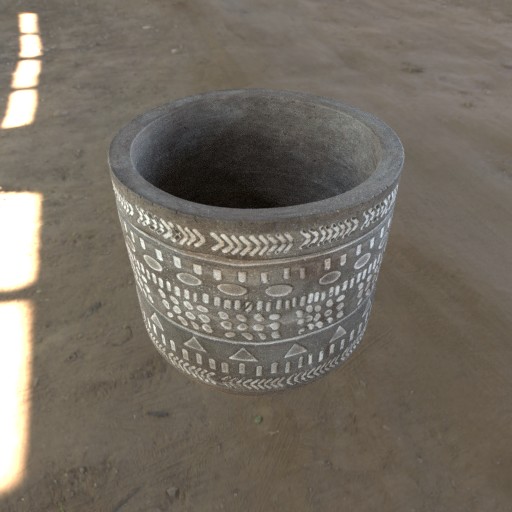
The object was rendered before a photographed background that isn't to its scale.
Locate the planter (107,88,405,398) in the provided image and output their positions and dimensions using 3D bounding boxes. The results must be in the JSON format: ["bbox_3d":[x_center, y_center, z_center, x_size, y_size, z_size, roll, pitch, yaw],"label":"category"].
[{"bbox_3d":[0.000,0.000,0.225,0.122,0.128,0.122,0,40,0],"label":"planter"}]
